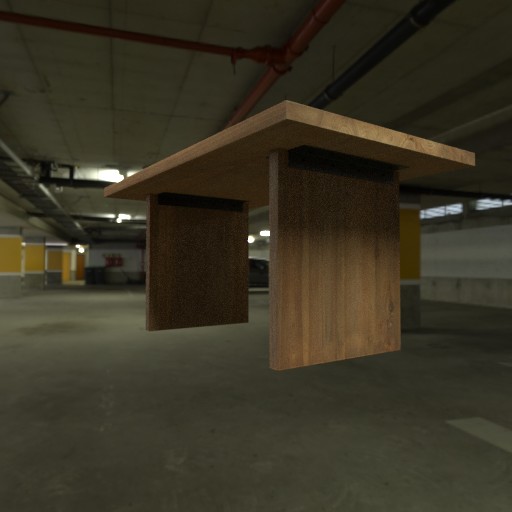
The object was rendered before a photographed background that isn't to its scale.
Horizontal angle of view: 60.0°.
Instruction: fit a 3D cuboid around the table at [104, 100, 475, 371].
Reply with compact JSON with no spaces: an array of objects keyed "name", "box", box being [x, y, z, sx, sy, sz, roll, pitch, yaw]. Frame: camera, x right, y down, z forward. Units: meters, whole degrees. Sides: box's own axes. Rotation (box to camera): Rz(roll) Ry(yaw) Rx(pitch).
[{"name":"table","box":[0.000,0.000,2.095,0.946,0.780,1.609,1,-2,-35]}]
